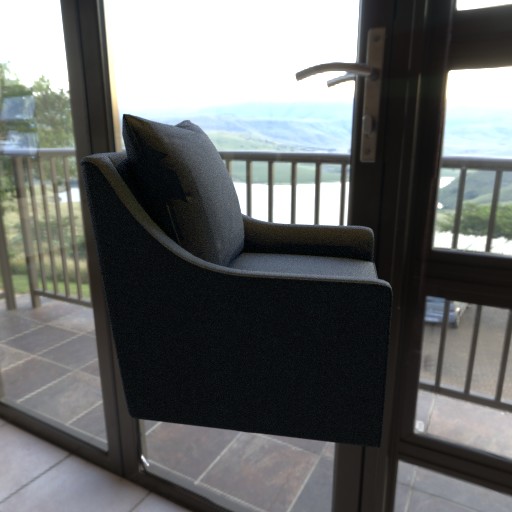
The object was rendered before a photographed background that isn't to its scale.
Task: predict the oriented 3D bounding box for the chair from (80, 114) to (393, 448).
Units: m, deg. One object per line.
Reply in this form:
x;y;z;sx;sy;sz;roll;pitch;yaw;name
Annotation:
0.000;0.000;1.566;0.870;0.939;0.750;3;15;10;chair
